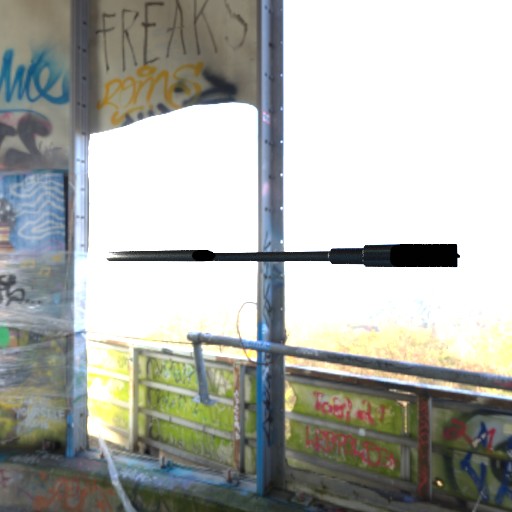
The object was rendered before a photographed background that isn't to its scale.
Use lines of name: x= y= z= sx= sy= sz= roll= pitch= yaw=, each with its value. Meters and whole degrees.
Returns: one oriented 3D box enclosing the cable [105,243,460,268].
cable: x=0.000 y=0.000 z=0.110 sx=0.098 sy=0.006 sz=0.040 roll=0 pitch=-1 yaw=36
